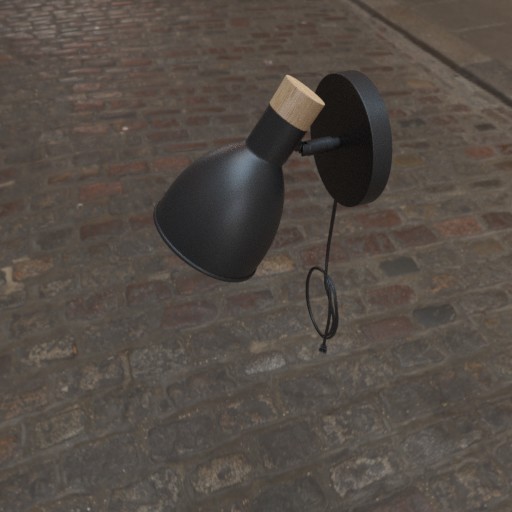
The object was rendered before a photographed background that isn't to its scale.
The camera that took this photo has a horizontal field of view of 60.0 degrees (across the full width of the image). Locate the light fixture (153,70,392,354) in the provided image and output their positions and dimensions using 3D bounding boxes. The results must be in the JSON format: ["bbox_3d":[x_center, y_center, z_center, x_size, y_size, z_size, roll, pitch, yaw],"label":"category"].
[{"bbox_3d":[0.000,0.000,0.500,0.203,0.401,0.127,-14,49,-13],"label":"light fixture"}]
